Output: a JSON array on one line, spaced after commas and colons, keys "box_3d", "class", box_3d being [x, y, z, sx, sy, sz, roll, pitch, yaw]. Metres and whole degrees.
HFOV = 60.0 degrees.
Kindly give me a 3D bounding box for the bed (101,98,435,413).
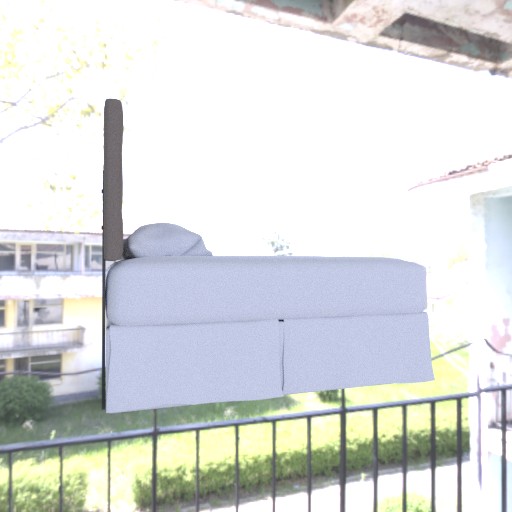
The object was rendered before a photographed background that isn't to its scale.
[{"box_3d": [0.000, 0.000, 3.039, 1.997, 1.571, 1.261, 0, -1, -19], "class": "bed"}]
